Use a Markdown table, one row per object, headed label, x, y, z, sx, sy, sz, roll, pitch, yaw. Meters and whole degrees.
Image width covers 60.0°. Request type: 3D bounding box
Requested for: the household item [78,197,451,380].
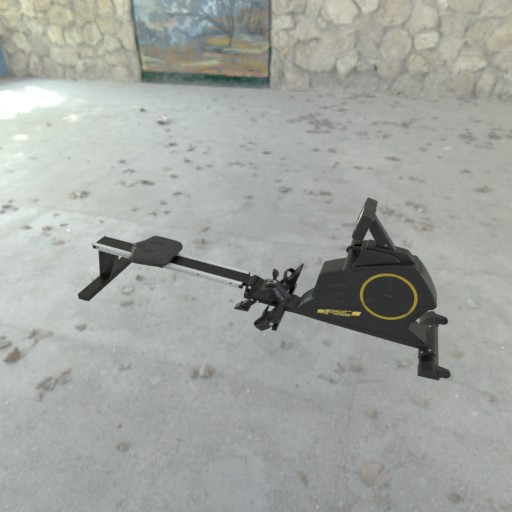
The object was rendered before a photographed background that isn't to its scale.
| label | x | y | z | sx | sy | sz | roll | pitch | yaw |
| --- | --- | --- | --- | --- | --- | --- | --- | --- | --- |
| household item | 0.000 | 0.000 | 2.573 | 2.251 | 0.810 | 0.521 | 10 | 32 | 16 |
